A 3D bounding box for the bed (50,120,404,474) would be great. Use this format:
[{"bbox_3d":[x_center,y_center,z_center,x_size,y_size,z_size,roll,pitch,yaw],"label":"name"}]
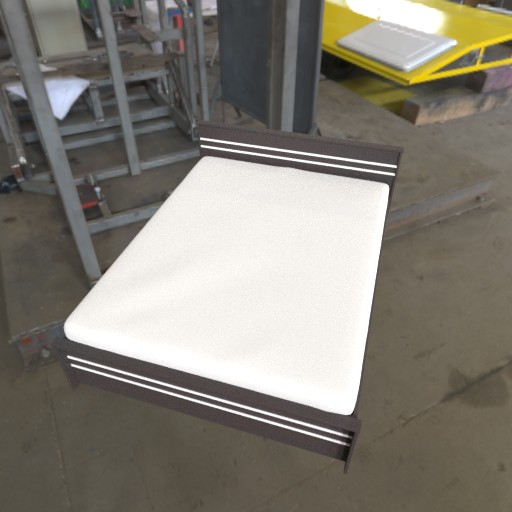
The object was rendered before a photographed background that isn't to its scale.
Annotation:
[{"bbox_3d":[0.000,0.000,2.950,1.634,0.808,2.103,11,42,13],"label":"bed"}]
